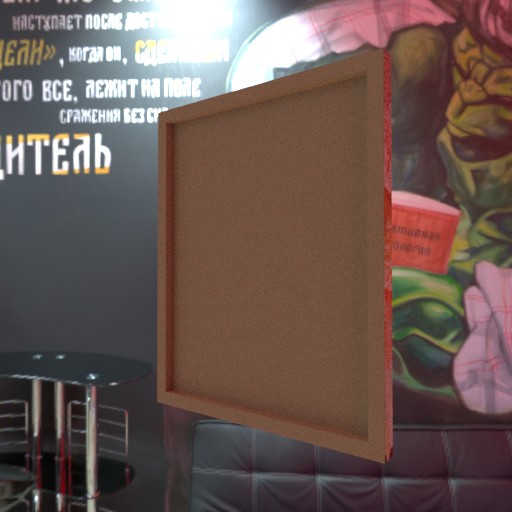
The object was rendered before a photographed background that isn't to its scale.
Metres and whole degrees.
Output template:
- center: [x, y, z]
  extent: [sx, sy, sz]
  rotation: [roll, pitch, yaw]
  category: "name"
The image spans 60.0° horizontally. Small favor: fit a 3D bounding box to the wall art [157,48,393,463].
- center: [0.000, 0.000, 0.670]
  extent: [0.406, 0.508, 0.028]
  rotation: [-1, -1, 36]
  category: "wall art"
